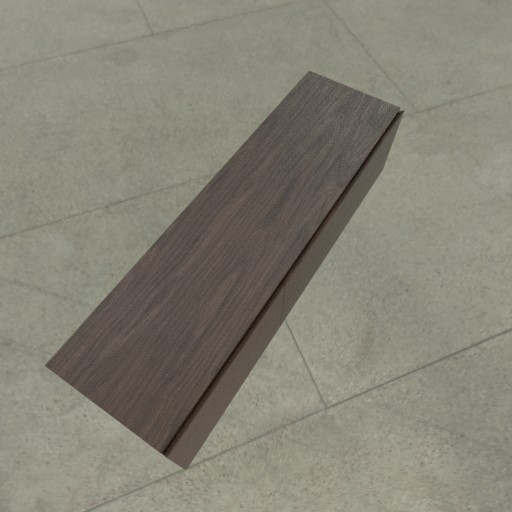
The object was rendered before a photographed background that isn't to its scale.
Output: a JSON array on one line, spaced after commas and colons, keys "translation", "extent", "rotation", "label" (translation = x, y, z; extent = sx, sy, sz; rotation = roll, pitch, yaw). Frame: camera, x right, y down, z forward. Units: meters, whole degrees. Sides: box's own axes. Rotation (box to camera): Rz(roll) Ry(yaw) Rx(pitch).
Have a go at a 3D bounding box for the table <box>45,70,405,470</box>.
[{"translation": [0.000, 0.000, 1.609], "extent": [0.405, 0.508, 1.397], "rotation": [29, 64, 16], "label": "table"}]
